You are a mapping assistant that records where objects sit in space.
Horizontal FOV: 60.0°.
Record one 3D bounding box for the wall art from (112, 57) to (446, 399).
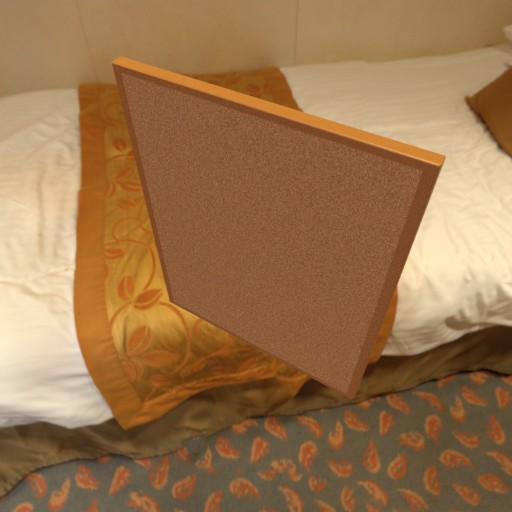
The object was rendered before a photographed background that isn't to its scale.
[{"bbox_3d":[0.000,0.000,0.506,0.310,0.379,0.015,24,52,20],"label":"wall art"}]
